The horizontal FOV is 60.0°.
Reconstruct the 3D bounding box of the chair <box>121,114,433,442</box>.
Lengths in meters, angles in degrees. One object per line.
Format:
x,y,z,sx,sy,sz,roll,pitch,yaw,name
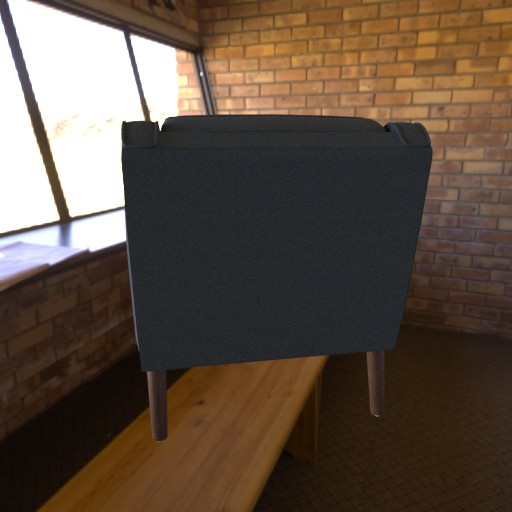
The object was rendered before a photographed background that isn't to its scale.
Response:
0.000,0.000,1.316,0.663,0.780,0.733,-3,15,-10,chair
